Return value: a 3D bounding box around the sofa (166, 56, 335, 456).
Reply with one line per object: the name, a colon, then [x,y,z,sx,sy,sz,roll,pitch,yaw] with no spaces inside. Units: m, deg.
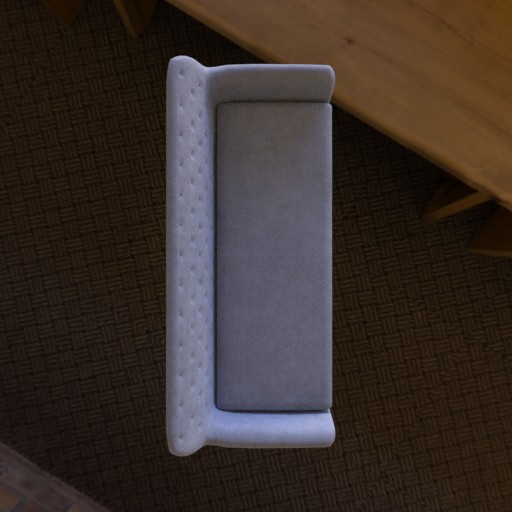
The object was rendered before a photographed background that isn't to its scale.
sofa: [0.000,0.000,2.423,0.830,0.830,1.970,0,90,0]
